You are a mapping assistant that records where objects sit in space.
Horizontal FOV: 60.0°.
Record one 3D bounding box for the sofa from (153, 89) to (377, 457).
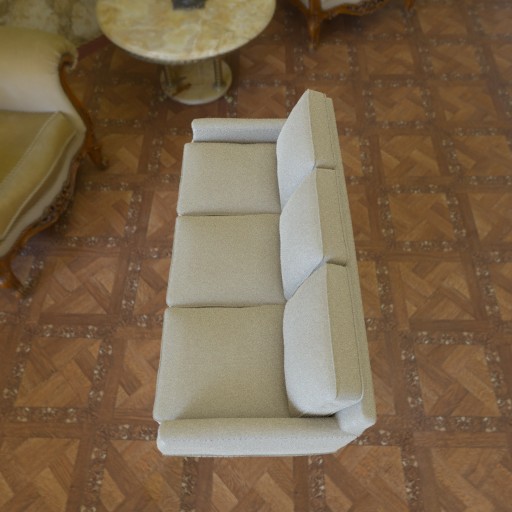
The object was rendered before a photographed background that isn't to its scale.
[{"bbox_3d":[0.000,0.000,2.807,1.084,1.003,2.246,0,58,0],"label":"sofa"}]
